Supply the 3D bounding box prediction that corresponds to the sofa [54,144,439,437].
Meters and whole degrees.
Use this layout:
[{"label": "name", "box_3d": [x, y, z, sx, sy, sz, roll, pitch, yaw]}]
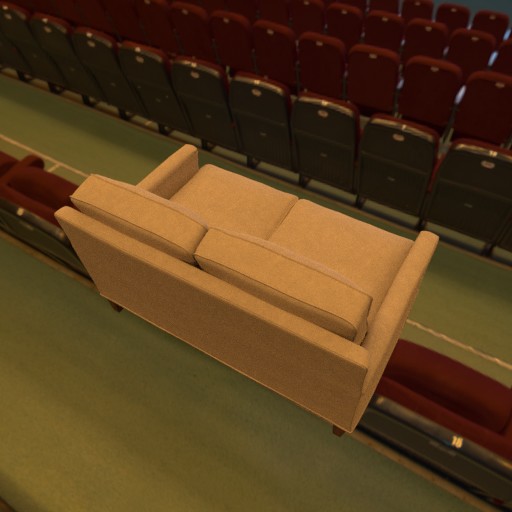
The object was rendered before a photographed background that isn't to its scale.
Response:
[{"label": "sofa", "box_3d": [0.000, 0.000, 2.301, 1.597, 1.002, 1.084, 24, 52, 20]}]
